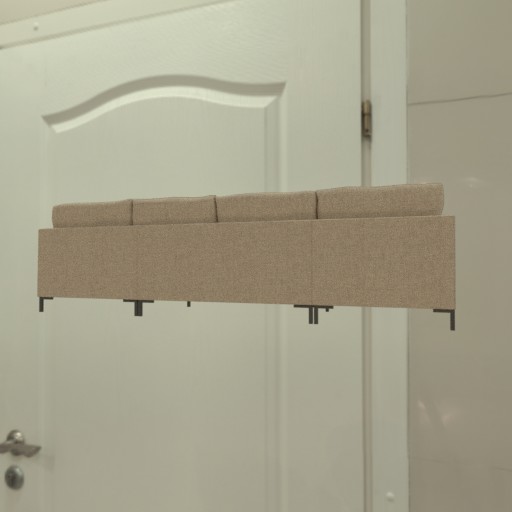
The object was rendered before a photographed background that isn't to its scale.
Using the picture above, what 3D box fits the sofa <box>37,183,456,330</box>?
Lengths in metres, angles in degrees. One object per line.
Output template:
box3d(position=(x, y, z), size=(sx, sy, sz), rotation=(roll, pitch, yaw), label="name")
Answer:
box3d(position=(0.000, 0.000, 4.281), size=(3.423, 0.996, 2.021), rotation=(0, -1, 19), label="sofa")
